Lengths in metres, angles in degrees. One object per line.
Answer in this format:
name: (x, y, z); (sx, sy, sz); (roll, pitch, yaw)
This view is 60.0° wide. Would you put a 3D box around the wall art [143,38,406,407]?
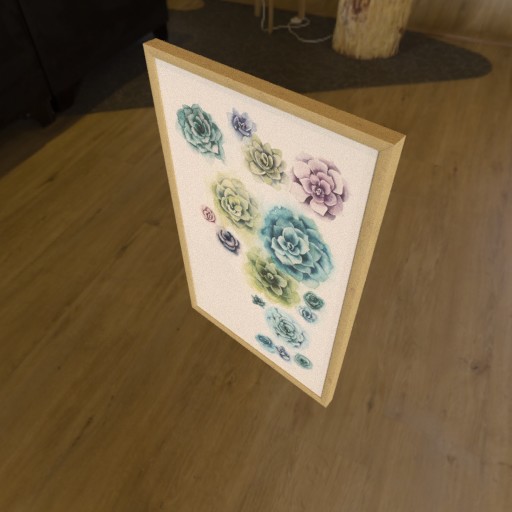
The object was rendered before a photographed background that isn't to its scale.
wall art: (0.000, 0.000, 0.997); (0.510, 0.810, 0.039); (32, 55, 26)
